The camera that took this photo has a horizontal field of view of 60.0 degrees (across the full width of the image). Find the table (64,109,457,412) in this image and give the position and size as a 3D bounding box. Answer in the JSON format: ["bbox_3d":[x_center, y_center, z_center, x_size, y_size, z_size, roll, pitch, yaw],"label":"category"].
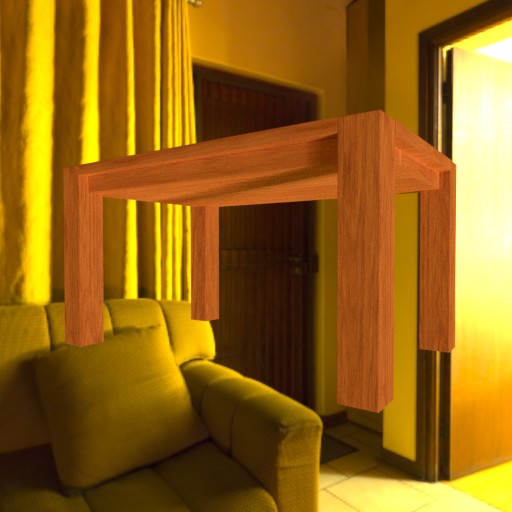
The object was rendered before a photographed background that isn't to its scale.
[{"bbox_3d":[0.000,0.000,1.877,1.400,0.760,0.900,1,1,35],"label":"table"}]
